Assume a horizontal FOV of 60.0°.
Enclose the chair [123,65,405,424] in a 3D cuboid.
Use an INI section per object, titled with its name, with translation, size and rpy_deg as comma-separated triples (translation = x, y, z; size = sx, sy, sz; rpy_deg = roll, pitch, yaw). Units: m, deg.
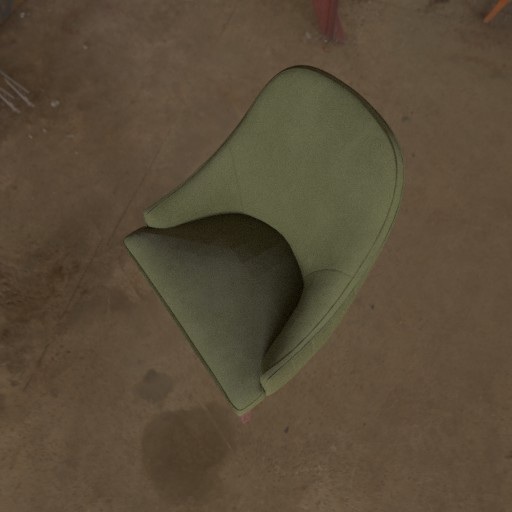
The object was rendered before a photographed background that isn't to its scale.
[chair]
translation = 0.000, 0.000, 1.271
size = 0.575, 0.889, 0.643
rpy_deg = -33, 67, -16
